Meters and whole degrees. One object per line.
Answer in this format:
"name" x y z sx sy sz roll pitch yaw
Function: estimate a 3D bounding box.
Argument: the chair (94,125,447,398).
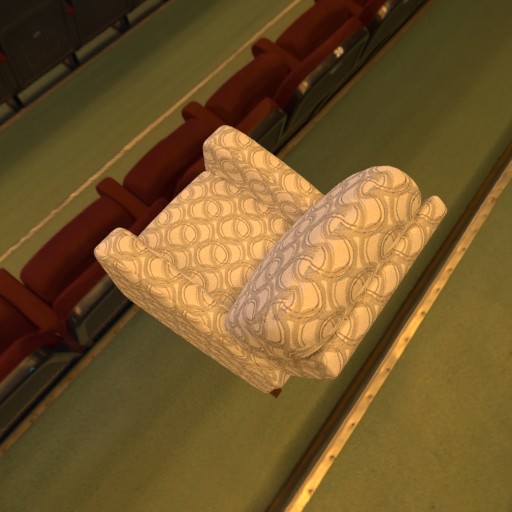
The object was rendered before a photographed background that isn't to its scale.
"chair" 0.000 0.000 1.752 0.995 1.065 0.796 34 69 15
